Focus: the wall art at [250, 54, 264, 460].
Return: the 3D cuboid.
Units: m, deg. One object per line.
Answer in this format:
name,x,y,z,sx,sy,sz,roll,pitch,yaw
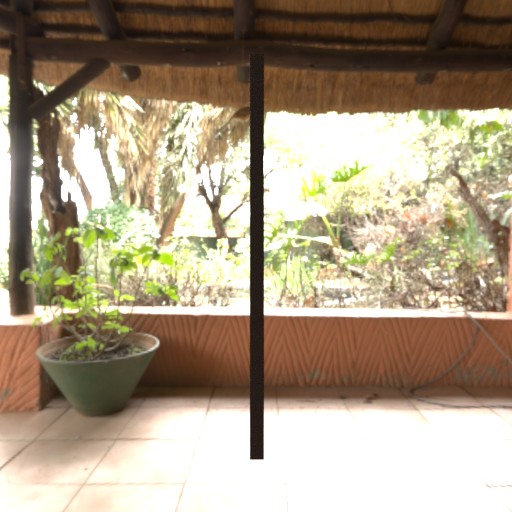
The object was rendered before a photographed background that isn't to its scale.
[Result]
wall art,0.000,0.000,1.643,0.034,0.952,1.207,0,0,0
